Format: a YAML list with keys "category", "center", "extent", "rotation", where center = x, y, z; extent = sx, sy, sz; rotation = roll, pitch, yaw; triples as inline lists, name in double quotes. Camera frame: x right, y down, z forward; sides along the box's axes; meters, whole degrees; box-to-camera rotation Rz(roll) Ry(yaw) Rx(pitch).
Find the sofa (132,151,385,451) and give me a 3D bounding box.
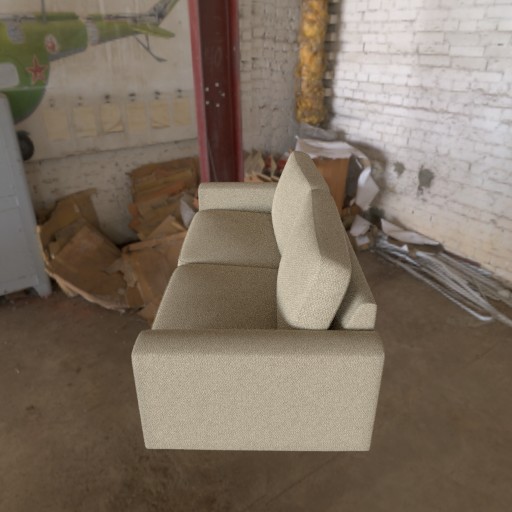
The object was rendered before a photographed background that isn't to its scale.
- category: "sofa"
  center: [0.000, 0.000, 2.708]
  extent: [1.016, 0.873, 2.179]
  rotation: [0, 27, 1]
